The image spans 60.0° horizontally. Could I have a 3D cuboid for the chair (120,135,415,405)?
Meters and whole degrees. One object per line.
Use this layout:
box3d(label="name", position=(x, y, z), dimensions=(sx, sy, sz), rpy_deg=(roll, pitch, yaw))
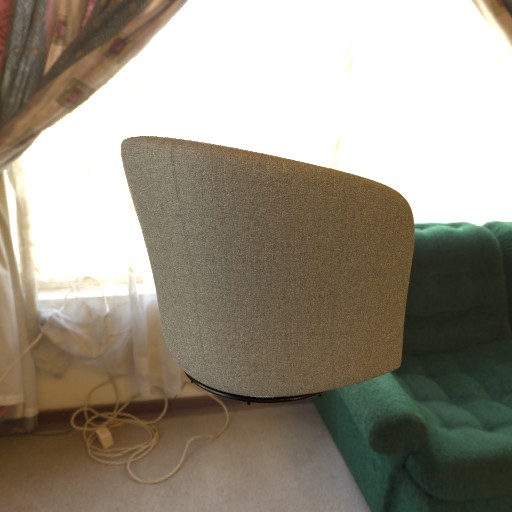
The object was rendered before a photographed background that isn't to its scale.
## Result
box3d(label="chair", position=(0.000, 0.000, 1.479), dimensions=(0.815, 0.771, 0.791), rpy_deg=(-7, 16, -25))
